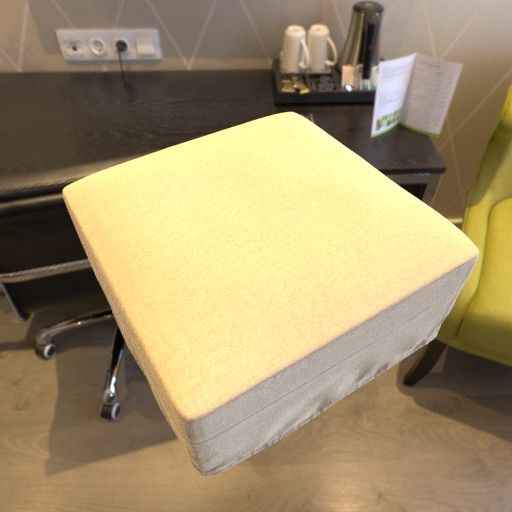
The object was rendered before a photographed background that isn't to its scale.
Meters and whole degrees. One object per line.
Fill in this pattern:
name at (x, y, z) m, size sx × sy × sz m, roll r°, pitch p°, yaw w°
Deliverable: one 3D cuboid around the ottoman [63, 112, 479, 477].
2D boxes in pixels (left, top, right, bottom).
ottoman at (0.000, 0.000, 1.299) m, size 0.840 × 0.436 × 0.843 m, roll -25°, pitch 51°, yaw -21°
